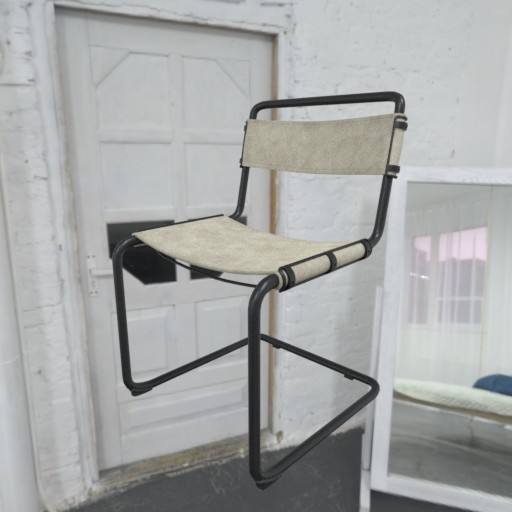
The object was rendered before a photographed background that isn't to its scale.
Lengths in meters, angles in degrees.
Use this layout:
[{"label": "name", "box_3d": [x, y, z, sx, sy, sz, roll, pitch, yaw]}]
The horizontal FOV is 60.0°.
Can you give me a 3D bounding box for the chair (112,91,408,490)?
[{"label": "chair", "box_3d": [0.000, 0.000, 1.054, 0.499, 0.747, 0.497, 14, 20, 42]}]
